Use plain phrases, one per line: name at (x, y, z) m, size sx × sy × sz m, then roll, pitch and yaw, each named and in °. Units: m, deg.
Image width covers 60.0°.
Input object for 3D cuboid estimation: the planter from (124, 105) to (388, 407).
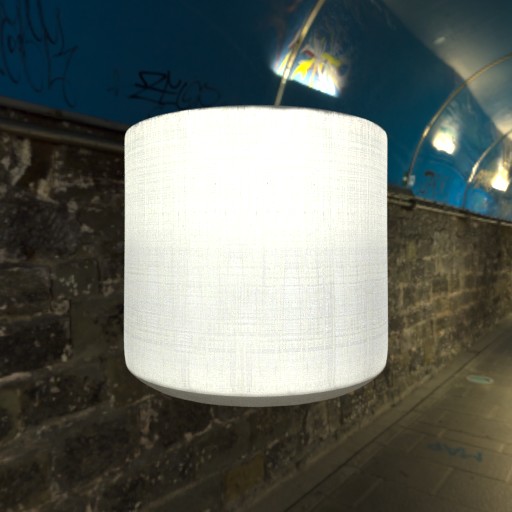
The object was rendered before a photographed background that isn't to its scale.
planter at (0.000, 0.000, 0.394) m, size 0.226 × 0.201 × 0.226 m, roll 0°, pitch 2°, yaw 0°
